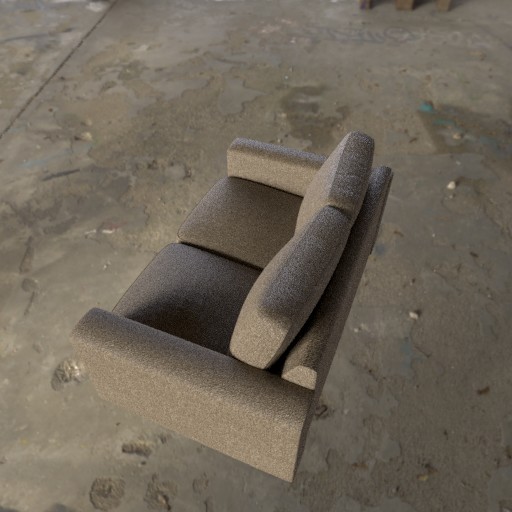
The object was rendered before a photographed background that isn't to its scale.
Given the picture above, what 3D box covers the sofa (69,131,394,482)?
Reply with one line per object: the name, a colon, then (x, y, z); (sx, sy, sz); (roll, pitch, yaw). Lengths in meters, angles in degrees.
sofa: (0.000, 0.000, 2.211); (1.016, 0.873, 1.616); (17, 48, 16)
